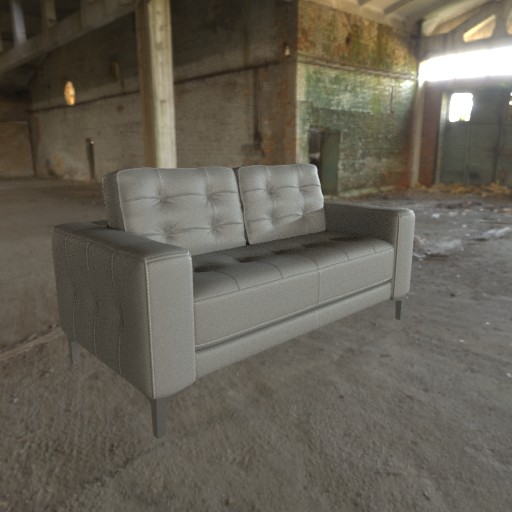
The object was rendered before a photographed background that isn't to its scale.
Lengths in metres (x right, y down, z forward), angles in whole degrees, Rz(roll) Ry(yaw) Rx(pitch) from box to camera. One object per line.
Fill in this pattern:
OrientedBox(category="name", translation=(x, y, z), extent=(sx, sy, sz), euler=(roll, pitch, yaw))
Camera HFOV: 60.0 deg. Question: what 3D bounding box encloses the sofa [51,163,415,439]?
OrientedBox(category="sofa", translation=(0.000, 0.000, 2.234), extent=(1.726, 0.893, 0.833), euler=(-12, 18, -42))
